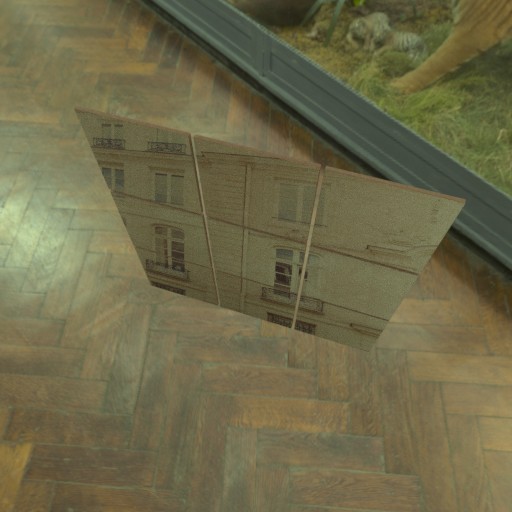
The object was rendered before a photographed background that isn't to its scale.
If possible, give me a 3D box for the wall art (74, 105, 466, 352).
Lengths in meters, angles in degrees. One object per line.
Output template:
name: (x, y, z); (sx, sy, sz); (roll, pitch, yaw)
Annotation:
wall art: (0.000, 0.000, 1.845); (1.221, 1.218, 0.024); (16, 60, 9)
